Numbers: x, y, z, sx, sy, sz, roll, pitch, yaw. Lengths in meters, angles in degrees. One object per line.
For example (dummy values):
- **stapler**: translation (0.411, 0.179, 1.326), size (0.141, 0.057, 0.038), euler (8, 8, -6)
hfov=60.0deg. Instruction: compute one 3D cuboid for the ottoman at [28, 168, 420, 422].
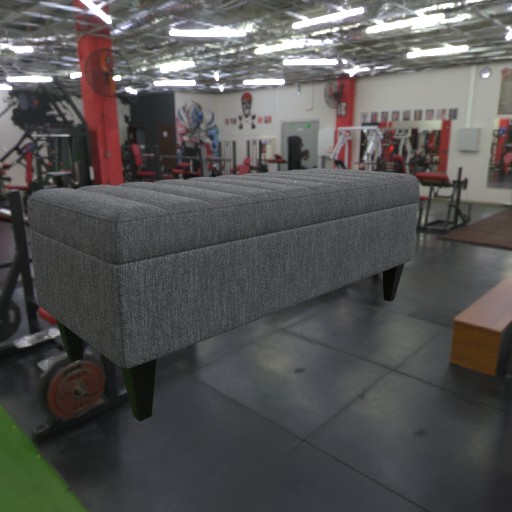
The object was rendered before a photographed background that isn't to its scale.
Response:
- **ottoman**: translation (0.000, 0.000, 1.367), size (1.151, 0.469, 0.482), euler (-14, 21, -42)
